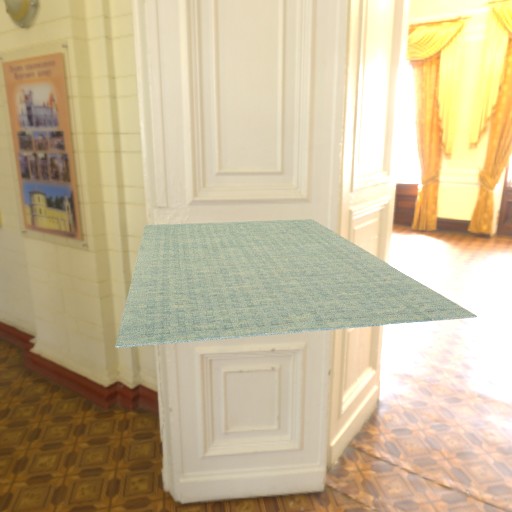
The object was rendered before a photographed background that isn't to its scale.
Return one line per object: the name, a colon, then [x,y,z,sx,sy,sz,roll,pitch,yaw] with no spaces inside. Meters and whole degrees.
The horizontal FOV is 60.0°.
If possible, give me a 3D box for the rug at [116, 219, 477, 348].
rug: [0.000,0.000,2.180,1.142,0.006,1.752,-3,16,-11]
